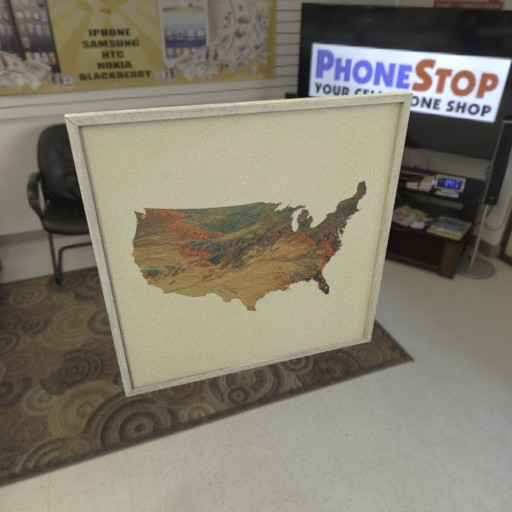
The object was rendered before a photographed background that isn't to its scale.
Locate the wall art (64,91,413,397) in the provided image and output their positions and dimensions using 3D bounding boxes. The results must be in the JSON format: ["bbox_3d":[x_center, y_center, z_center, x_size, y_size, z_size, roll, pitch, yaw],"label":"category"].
[{"bbox_3d":[0.000,0.000,0.758,0.508,0.507,0.016,-9,32,-15],"label":"wall art"}]
